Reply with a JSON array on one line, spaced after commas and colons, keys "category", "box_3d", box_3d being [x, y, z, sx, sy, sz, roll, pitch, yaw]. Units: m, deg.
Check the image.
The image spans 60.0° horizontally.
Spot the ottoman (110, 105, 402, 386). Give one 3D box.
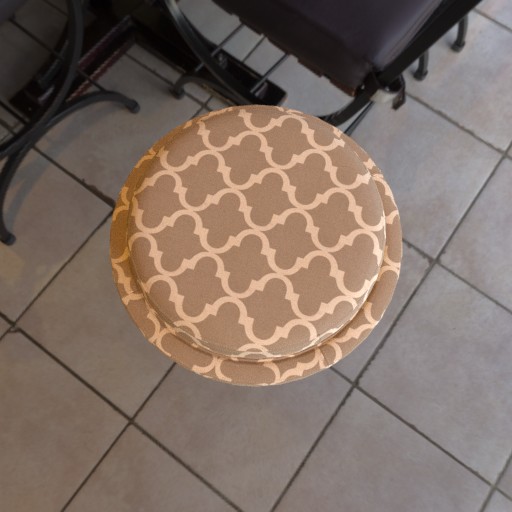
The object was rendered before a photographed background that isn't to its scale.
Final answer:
[{"category": "ottoman", "box_3d": [0.000, 0.000, 0.851, 0.480, 0.429, 0.480, 0, 75, 0]}]
